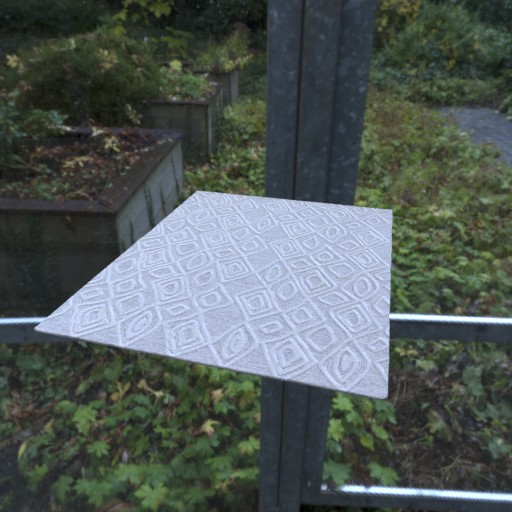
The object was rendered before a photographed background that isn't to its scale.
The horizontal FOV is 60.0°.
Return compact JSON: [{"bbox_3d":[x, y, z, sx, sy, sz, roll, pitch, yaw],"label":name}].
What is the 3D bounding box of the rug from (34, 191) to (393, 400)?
[{"bbox_3d":[0.000,0.000,4.150,2.449,0.025,3.049,7,29,14],"label":"rug"}]
